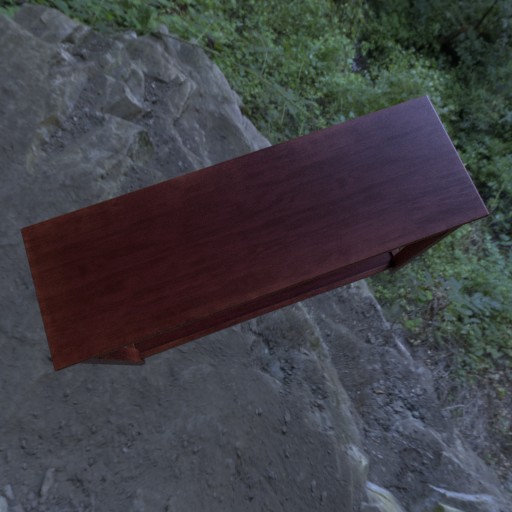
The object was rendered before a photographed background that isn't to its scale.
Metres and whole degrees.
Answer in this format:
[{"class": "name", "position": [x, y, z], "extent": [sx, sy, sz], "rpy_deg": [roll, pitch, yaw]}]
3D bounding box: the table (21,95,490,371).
[{"class": "table", "position": [0.000, 0.000, 1.534], "extent": [1.188, 0.739, 0.392], "rpy_deg": [-19, 76, -5]}]
